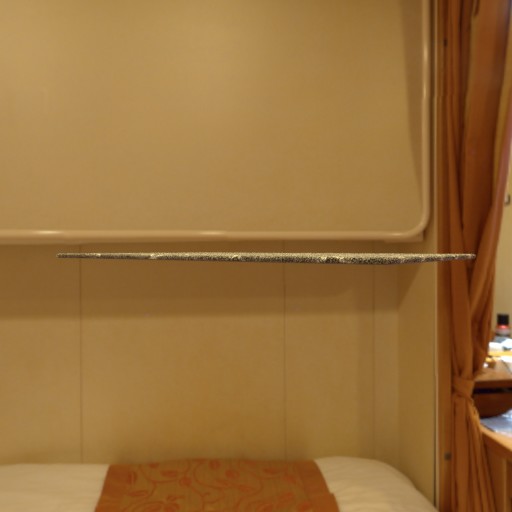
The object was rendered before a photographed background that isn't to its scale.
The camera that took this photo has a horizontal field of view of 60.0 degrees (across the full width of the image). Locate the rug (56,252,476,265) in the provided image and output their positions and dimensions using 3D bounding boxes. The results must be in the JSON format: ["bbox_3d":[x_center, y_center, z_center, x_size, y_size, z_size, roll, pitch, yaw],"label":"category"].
[{"bbox_3d":[0.000,0.000,3.017,2.438,0.030,1.524,1,1,38],"label":"rug"}]
